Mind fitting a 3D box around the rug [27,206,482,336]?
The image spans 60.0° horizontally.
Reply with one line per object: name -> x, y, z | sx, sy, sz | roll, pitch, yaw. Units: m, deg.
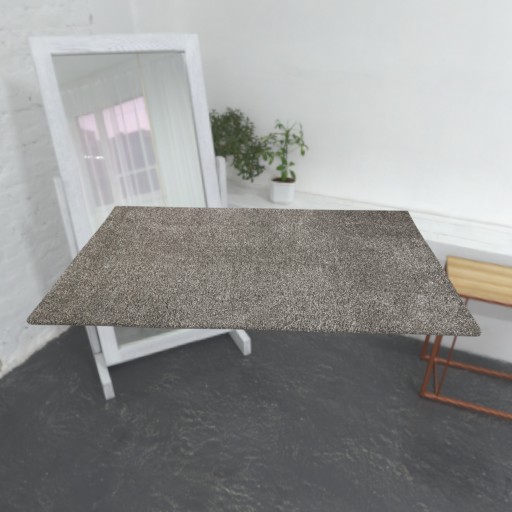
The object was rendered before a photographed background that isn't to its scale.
rug -> 0.000, 0.000, 2.916 | 2.352, 0.025, 1.501 | 1, 30, 2
